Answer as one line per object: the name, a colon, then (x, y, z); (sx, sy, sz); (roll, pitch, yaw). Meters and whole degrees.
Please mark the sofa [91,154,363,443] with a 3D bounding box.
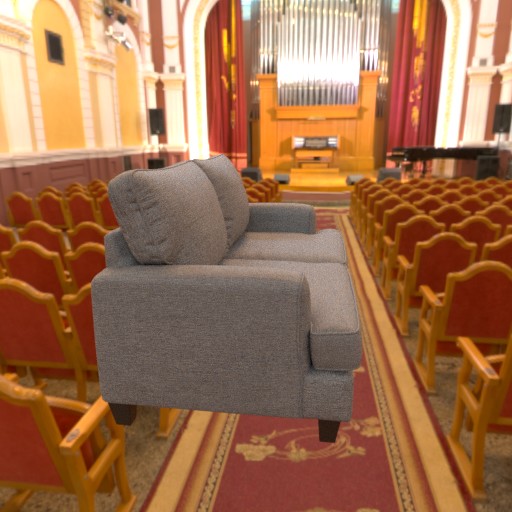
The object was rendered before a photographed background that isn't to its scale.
sofa: (0.000, 0.000, 2.259); (0.965, 0.965, 1.651); (2, 15, 8)
